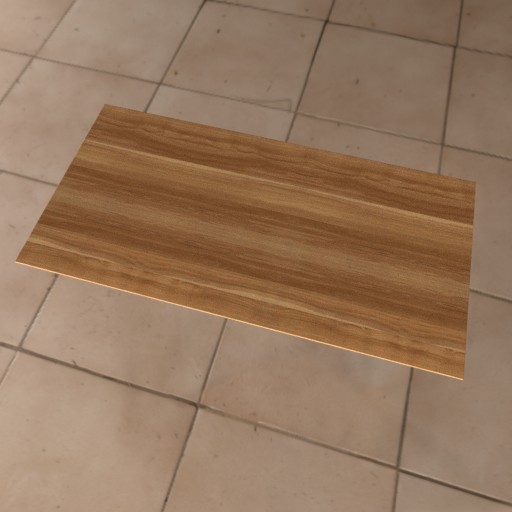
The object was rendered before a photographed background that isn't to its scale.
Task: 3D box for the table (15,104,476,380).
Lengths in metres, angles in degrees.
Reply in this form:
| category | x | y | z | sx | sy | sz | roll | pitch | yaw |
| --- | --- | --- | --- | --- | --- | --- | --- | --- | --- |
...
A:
| category | x | y | z | sx | sy | sz | roll | pitch | yaw |
| --- | --- | --- | --- | --- | --- | --- | --- | --- | --- |
| table | 0.000 | 0.000 | 2.455 | 2.000 | 0.770 | 1.000 | 14 | 64 | 7 |
